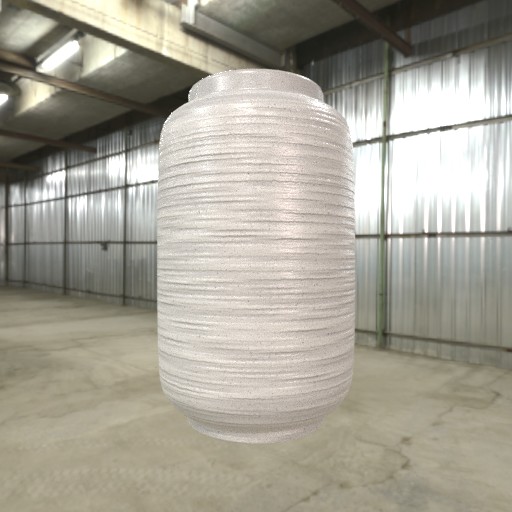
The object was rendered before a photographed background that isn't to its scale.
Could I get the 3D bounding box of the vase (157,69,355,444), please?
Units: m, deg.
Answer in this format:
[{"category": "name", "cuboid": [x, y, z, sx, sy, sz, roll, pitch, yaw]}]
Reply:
[{"category": "vase", "cuboid": [0.000, 0.000, 0.463, 0.202, 0.335, 0.202, 0, 0, 0]}]
